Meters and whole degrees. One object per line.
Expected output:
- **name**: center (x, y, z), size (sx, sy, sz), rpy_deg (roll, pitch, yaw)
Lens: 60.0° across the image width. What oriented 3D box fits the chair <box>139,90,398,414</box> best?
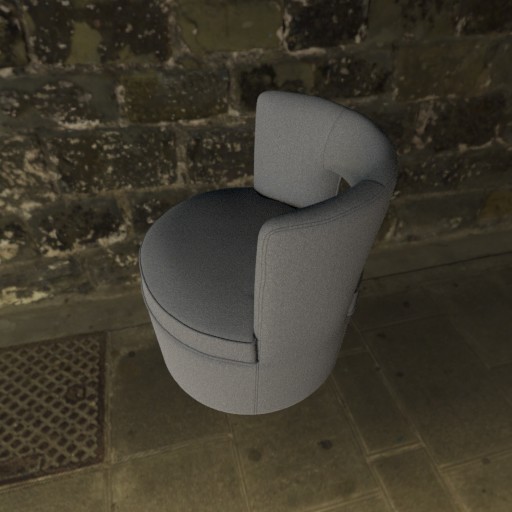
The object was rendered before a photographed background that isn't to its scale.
- **chair**: center (0.000, 0.000, 1.275), size (0.660, 0.719, 0.689), rpy_deg (0, 40, 0)
